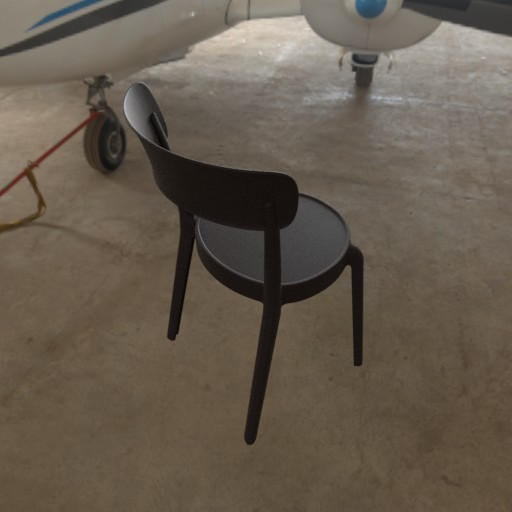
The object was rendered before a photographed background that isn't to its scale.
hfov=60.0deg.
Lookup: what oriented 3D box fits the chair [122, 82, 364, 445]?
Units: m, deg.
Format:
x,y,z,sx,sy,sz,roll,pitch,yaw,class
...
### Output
x,y,z,sx,sy,sz,roll,pitch,yaw,class
0.000,0.000,1.118,0.491,0.790,0.506,-26,46,-27,chair
